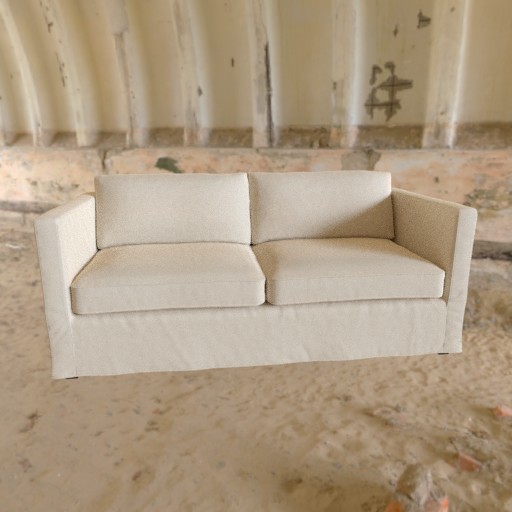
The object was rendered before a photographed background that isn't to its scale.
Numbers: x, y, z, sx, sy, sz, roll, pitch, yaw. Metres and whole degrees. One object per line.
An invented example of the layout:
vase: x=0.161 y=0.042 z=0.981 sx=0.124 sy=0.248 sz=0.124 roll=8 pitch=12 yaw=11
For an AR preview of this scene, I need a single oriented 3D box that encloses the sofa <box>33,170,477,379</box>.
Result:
sofa: x=0.000 y=0.000 z=2.423 sx=1.987 sy=0.870 sz=0.940 roll=-2 pitch=15 yaw=-7
